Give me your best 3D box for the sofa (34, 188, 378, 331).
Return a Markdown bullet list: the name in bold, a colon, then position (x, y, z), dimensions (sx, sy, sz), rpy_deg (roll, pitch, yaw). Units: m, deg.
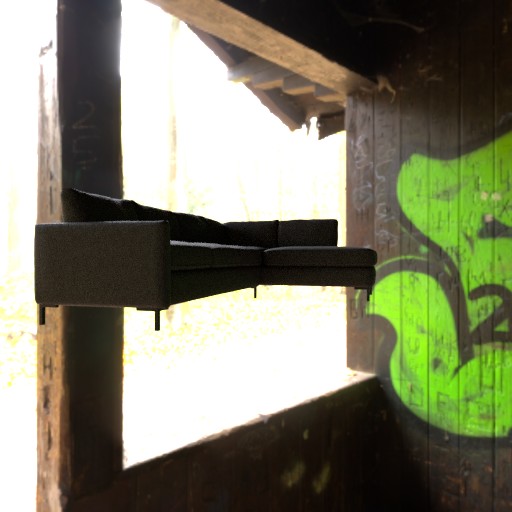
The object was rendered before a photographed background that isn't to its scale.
- **sofa**: position (0.000, 0.000, 3.842), dimensions (1.984, 0.858, 2.972), rpy_deg (0, 0, 16)
